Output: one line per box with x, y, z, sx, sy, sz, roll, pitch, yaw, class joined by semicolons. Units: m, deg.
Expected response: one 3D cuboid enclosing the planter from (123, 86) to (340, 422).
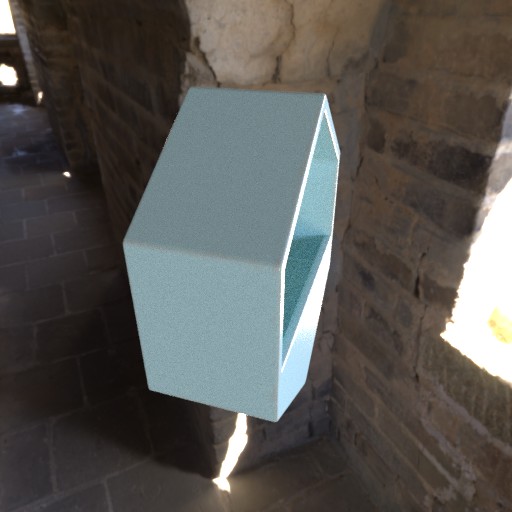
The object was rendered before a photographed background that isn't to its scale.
0.000;0.000;0.290;0.078;0.207;0.169;9;32;15;planter
